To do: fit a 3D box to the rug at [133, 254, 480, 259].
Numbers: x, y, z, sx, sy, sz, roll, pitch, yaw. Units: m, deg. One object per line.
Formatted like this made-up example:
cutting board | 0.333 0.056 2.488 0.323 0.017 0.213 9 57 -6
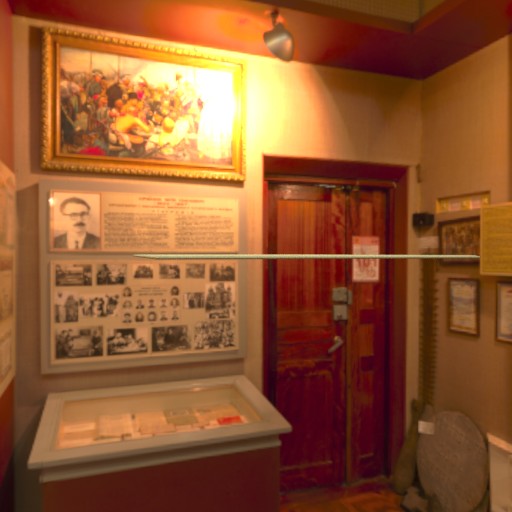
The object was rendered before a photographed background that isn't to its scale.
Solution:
rug | 0.000 0.000 3.568 1.819 0.018 2.746 0 0 -18
